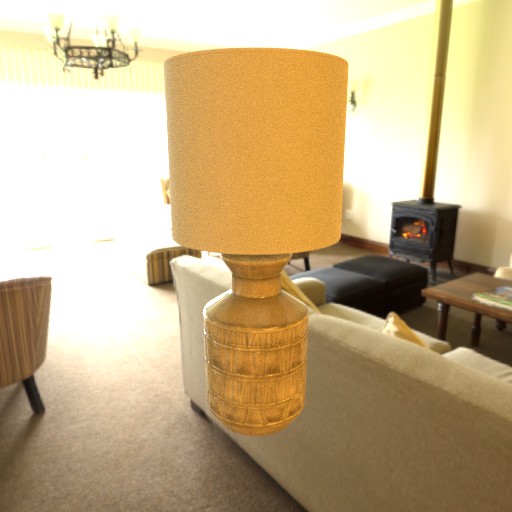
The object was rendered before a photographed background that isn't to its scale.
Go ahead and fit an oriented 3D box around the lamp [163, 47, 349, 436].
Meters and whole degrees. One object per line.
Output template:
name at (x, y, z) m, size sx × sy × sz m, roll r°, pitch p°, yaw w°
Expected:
lamp at (0.000, 0.000, 0.571) m, size 0.211 × 0.455 × 0.211 m, roll 2°, pitch 14°, yaw 7°
